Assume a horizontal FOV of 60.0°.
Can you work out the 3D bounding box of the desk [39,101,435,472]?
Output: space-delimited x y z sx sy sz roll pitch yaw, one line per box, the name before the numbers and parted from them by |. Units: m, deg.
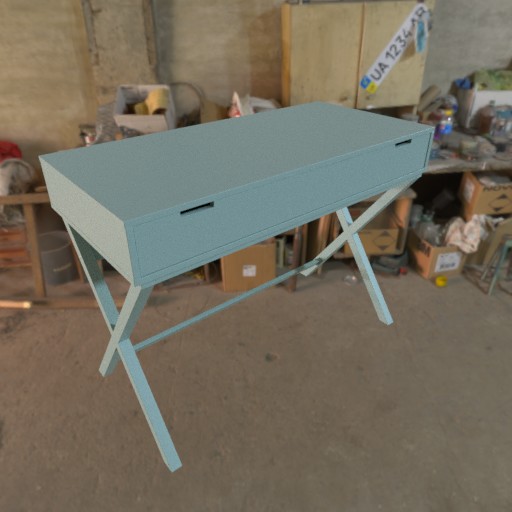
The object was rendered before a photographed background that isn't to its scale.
desk | 0.000 0.000 1.480 1.059 0.780 0.509 -23 38 -33
